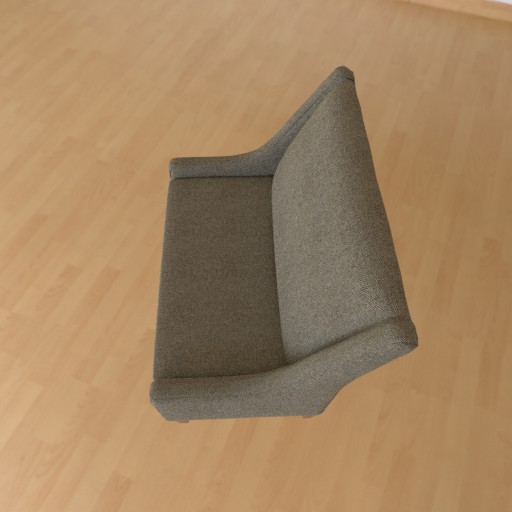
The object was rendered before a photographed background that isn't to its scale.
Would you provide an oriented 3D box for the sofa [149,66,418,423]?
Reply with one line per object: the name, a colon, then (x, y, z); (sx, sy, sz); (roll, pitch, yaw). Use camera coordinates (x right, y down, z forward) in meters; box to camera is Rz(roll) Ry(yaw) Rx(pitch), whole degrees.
sofa: (0.000, 0.000, 1.939); (0.870, 1.021, 1.242); (-2, 58, -1)
